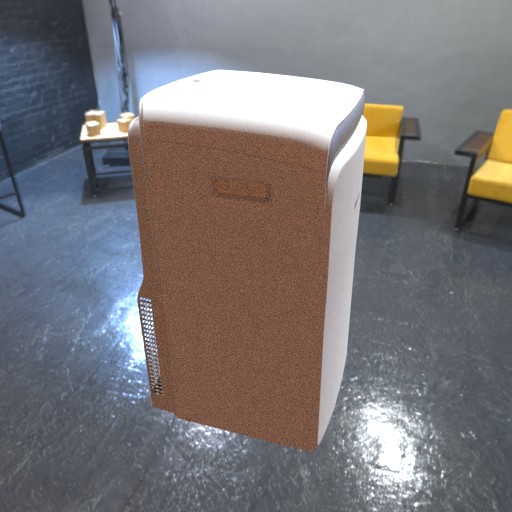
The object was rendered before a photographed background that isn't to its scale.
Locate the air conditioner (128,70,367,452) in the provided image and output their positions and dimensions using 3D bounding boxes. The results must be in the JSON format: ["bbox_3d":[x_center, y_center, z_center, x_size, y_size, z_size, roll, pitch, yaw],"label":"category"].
[{"bbox_3d":[0.000,0.000,1.045,0.467,0.765,0.478,10,32,16],"label":"air conditioner"}]
